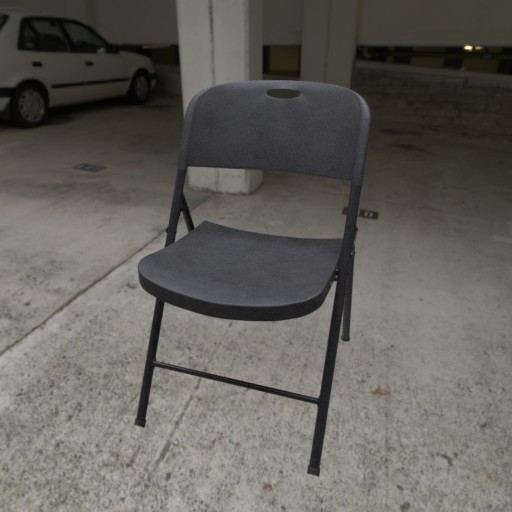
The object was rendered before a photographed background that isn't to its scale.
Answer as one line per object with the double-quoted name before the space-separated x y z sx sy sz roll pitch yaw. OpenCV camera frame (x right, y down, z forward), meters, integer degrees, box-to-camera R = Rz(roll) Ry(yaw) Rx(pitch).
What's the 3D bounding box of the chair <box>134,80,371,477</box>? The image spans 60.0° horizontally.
"chair" 0.000 0.000 1.154 0.494 0.810 0.566 8 28 16
